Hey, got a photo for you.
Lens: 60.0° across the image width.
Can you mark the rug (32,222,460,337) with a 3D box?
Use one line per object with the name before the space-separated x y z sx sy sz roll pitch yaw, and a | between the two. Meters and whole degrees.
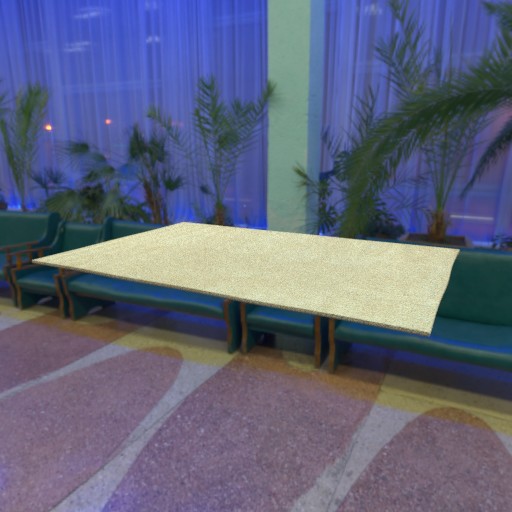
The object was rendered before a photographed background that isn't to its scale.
rug | 0.000 0.000 3.352 2.699 0.025 1.800 7 16 27
